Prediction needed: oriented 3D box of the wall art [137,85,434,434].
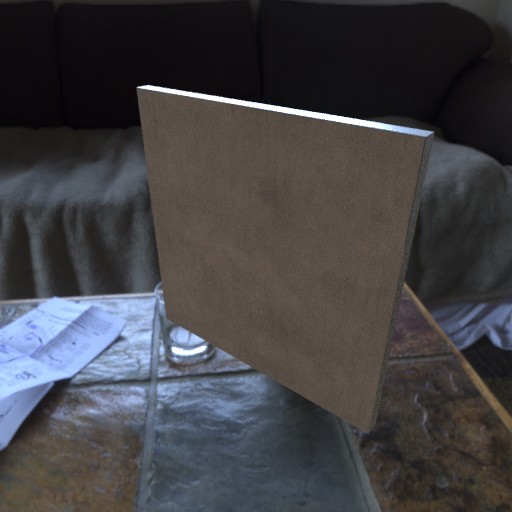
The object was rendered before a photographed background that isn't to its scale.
[{"bbox_3d":[0.000,0.000,0.689,0.455,0.453,0.023,22,37,32],"label":"wall art"}]
